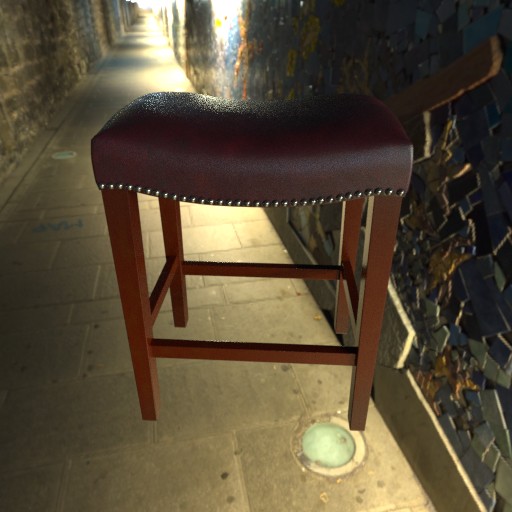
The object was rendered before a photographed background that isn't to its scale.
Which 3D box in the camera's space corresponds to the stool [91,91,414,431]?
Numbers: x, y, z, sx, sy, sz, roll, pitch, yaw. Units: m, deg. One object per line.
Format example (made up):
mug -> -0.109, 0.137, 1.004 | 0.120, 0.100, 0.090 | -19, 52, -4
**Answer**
stool -> 0.000, 0.000, 0.971 | 0.504, 0.657, 0.372 | 2, 30, 3
